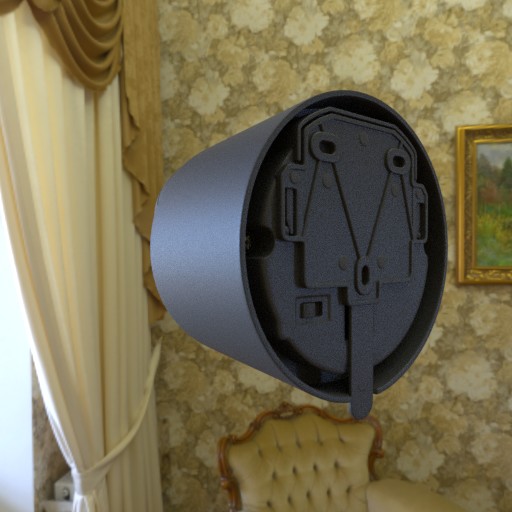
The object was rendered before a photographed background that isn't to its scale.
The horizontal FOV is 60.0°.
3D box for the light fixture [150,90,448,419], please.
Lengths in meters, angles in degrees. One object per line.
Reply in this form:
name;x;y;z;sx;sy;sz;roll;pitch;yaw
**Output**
light fixture;0.000;0.000;0.257;0.134;0.143;0.160;0;1;-37
